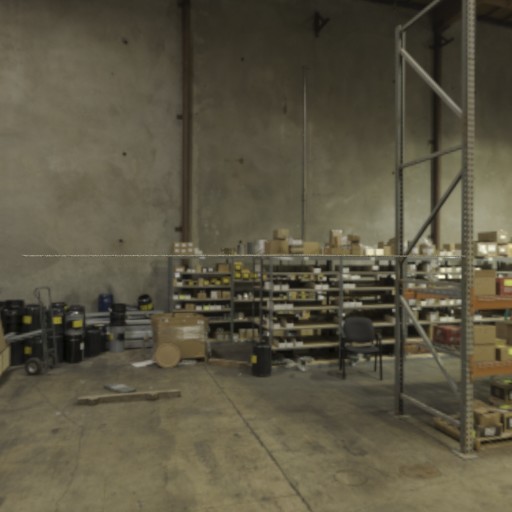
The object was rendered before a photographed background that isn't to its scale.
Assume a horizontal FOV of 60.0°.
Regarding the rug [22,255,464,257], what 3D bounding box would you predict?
[{"bbox_3d":[0.000,0.000,2.647,2.390,0.014,0.741,0,0,-17],"label":"rug"}]
